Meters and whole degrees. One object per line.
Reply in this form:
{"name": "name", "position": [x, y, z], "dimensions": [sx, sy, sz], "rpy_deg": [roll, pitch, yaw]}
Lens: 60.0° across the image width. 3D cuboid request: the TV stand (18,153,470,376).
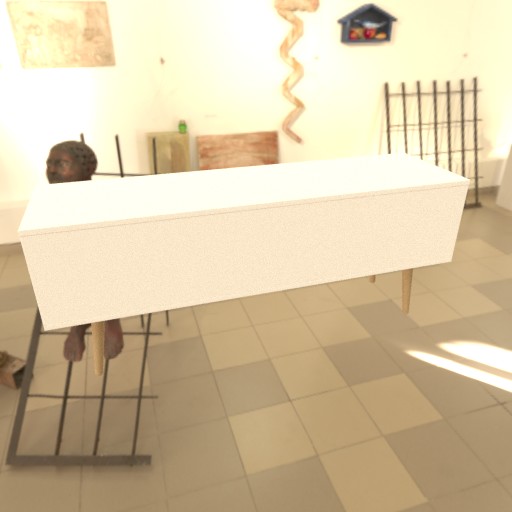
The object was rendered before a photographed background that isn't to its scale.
{"name": "TV stand", "position": [0.000, 0.000, 1.613], "dimensions": [1.398, 0.560, 0.401], "rpy_deg": [-8, 28, -16]}
